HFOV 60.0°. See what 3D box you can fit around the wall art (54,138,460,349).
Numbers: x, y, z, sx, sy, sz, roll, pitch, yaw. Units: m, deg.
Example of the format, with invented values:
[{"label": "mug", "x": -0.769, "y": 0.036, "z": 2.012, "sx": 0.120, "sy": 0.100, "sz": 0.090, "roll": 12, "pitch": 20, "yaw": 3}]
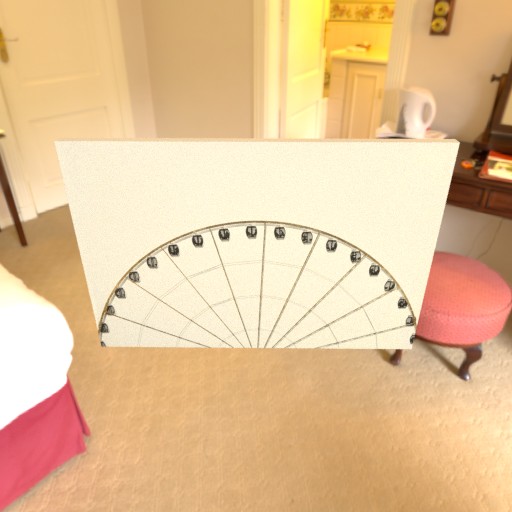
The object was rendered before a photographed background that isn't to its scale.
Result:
[{"label": "wall art", "x": 0.000, "y": 0.000, "z": 1.457, "sx": 1.144, "sy": 0.767, "sz": 0.038, "roll": 0, "pitch": 30, "yaw": 1}]
